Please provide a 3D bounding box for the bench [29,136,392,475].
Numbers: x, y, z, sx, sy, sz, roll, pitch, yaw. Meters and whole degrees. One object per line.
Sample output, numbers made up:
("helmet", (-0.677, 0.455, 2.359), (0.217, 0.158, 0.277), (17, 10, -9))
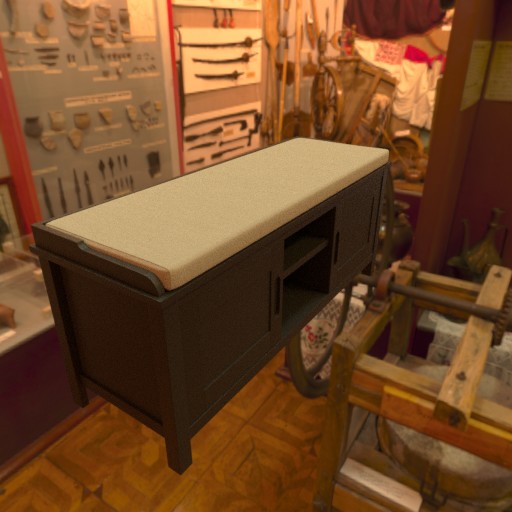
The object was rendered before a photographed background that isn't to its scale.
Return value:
("bench", (0.000, 0.000, 1.359), (0.398, 0.501, 1.140), (17, 31, 31))
